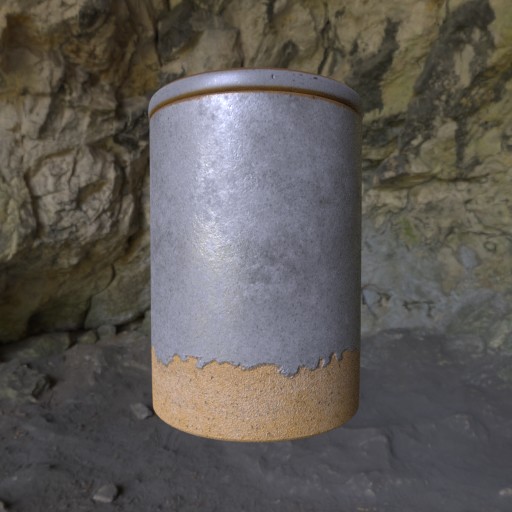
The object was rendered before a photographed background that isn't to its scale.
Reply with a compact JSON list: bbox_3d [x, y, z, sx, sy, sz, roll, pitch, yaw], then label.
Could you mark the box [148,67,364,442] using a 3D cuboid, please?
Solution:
[{"bbox_3d":[0.000,0.000,0.251,0.118,0.168,0.118,0,1,0],"label":"box"}]
